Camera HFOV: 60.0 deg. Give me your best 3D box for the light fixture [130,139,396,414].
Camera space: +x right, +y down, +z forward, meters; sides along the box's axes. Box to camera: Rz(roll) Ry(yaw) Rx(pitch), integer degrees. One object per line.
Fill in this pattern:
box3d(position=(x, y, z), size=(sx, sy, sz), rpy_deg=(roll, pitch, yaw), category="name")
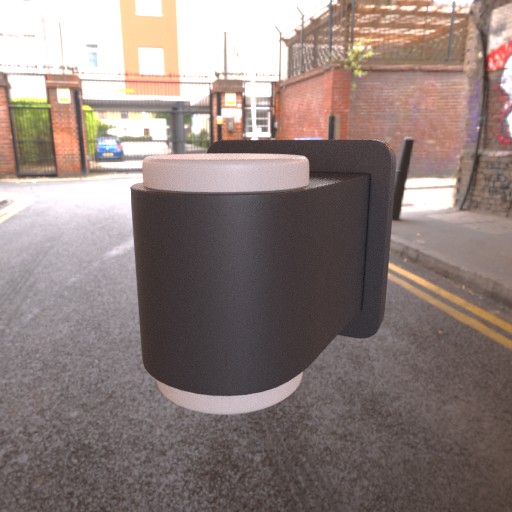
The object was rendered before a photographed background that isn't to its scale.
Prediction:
box3d(position=(0.000, 0.000, 0.214), size=(0.109, 0.109, 0.132), rpy_deg=(7, 16, 24), category="light fixture")
